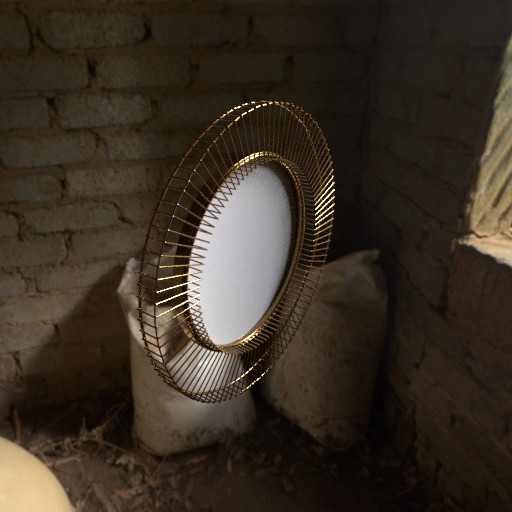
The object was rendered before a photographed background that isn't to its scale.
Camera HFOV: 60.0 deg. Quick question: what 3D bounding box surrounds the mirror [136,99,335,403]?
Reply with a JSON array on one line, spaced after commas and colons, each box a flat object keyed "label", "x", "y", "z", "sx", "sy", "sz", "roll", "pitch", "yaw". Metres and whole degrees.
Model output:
[{"label": "mirror", "x": 0.000, "y": 0.000, "z": 1.054, "sx": 0.067, "sy": 0.703, "sz": 0.703, "roll": 18, "pitch": 32, "yaw": 31}]
